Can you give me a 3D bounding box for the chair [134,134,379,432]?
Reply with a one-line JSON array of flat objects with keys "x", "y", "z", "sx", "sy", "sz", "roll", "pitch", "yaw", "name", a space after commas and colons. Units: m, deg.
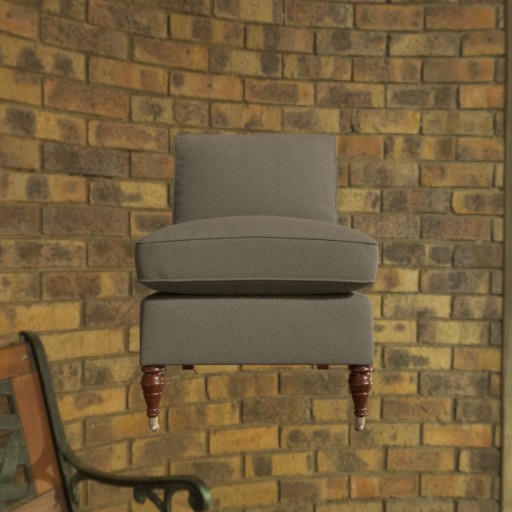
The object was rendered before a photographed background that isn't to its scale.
[{"x": 0.000, "y": 0.000, "z": 1.678, "sx": 0.724, "sy": 1.045, "sz": 0.924, "roll": 0, "pitch": 1, "yaw": 0, "name": "chair"}]
